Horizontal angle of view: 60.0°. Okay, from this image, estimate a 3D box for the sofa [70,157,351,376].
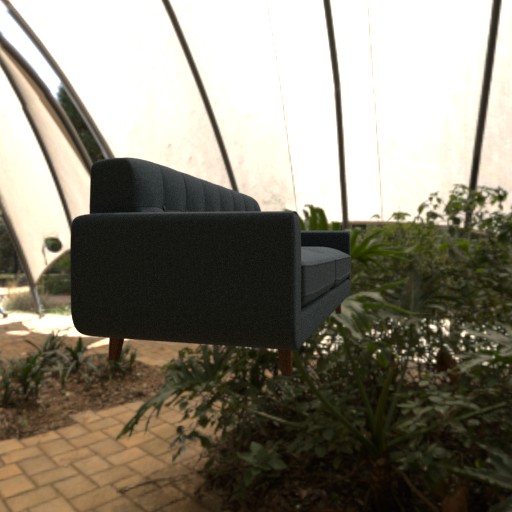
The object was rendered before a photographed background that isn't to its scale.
[{"bbox_3d":[0.000,0.000,2.615,0.942,0.884,2.055,0,1,17],"label":"sofa"}]
